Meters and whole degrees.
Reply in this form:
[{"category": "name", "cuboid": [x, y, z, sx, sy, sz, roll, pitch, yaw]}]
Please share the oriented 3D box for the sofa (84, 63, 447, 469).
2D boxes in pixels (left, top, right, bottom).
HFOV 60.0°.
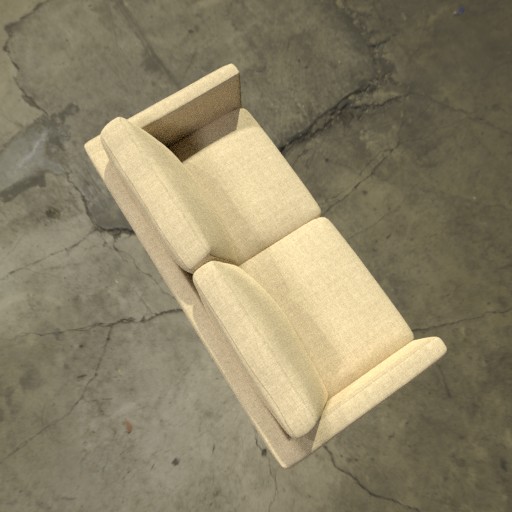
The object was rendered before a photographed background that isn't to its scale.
[{"category": "sofa", "cuboid": [0.000, 0.000, 2.418, 0.950, 0.963, 1.884, -32, 77, -8]}]
